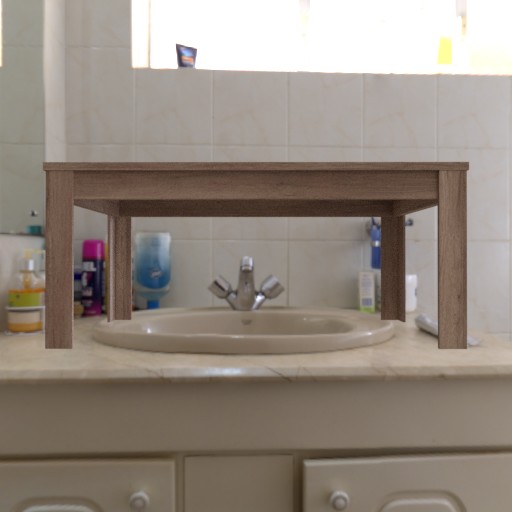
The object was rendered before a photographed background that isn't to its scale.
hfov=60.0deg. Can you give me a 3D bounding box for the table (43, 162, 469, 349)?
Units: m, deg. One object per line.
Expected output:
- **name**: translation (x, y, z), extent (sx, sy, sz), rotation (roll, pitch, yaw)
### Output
- **table**: translation (0.000, 0.000, 2.319), extent (1.800, 0.790, 0.900), rotation (0, 0, 0)
